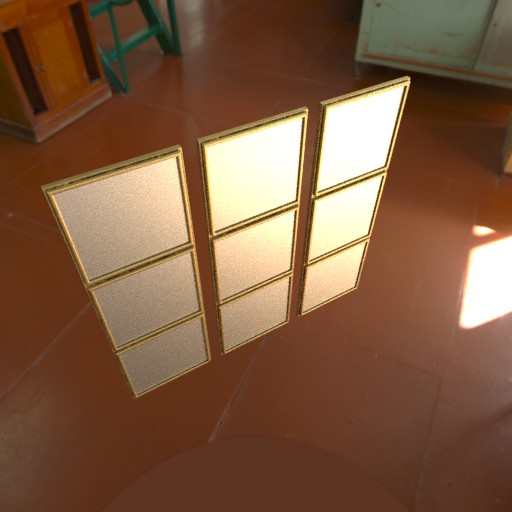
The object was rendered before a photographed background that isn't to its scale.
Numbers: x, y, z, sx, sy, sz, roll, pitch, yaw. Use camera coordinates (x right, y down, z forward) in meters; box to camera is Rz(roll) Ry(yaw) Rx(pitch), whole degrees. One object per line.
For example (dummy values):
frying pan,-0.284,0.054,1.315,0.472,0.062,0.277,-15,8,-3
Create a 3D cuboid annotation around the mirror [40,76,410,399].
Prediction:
mirror,0.000,0.000,1.412,1.011,0.926,0.023,-23,50,-20
